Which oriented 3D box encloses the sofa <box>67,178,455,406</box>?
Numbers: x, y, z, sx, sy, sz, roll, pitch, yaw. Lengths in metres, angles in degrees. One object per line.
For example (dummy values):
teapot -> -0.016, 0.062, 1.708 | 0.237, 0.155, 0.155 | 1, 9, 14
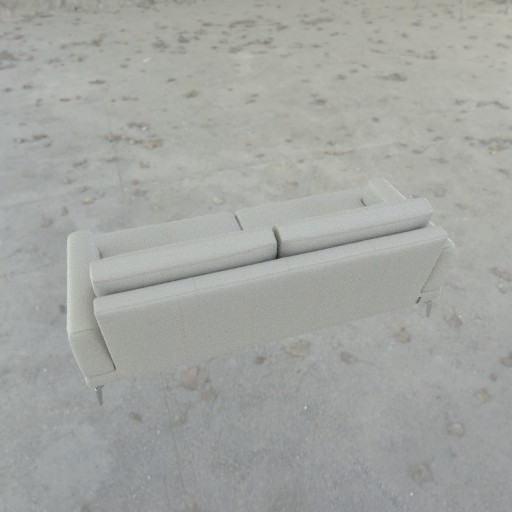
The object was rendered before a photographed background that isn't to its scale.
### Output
sofa -> 0.000, 0.000, 2.448 | 1.940, 0.765, 0.974 | -12, 41, -14
